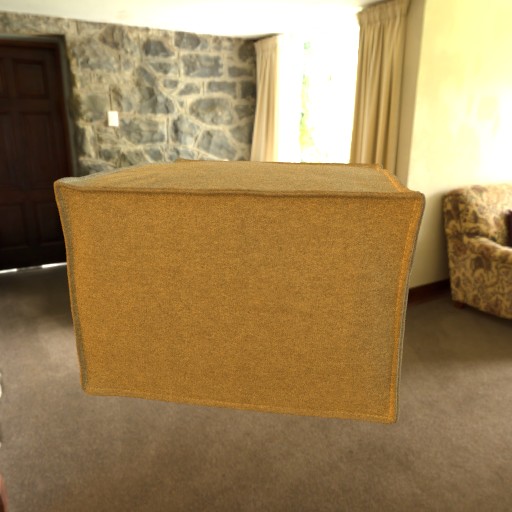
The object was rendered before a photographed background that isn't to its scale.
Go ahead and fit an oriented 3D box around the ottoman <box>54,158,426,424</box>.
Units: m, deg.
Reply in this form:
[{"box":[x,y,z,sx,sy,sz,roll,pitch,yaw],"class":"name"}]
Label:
[{"box":[0.000,0.000,1.149,0.696,0.470,0.707,3,17,9],"class":"ottoman"}]
